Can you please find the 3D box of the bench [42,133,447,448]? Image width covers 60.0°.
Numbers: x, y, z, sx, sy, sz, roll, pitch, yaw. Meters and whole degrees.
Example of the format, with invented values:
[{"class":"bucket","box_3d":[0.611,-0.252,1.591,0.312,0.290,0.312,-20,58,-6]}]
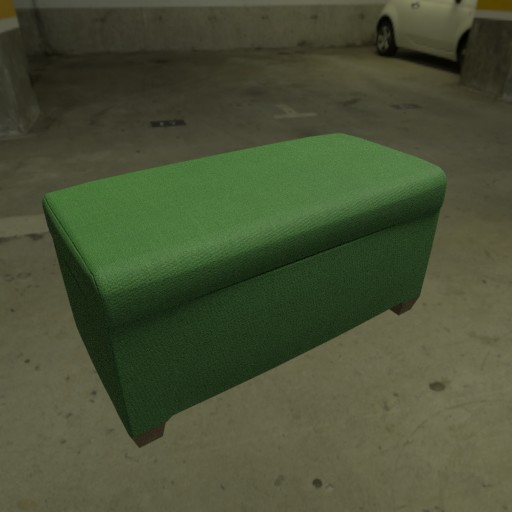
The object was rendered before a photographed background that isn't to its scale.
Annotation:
[{"class":"bench","box_3d":[0.000,0.000,1.268,0.989,0.501,0.505,-19,36,-28]}]
